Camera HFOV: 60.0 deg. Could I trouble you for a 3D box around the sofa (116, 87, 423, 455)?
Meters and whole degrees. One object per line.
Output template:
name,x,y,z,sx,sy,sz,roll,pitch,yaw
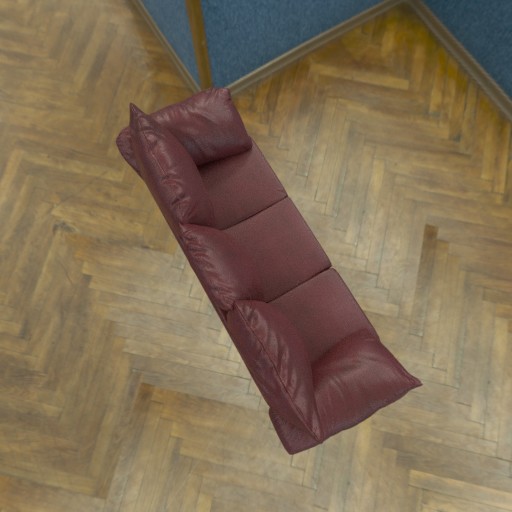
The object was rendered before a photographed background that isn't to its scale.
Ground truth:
sofa,0.000,0.000,2.948,0.907,1.091,2.390,-29,77,-8
